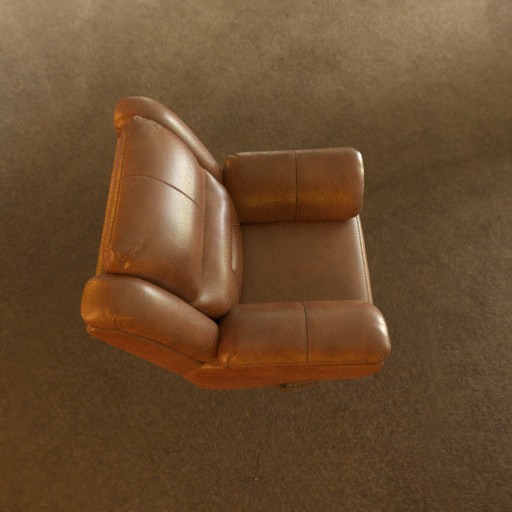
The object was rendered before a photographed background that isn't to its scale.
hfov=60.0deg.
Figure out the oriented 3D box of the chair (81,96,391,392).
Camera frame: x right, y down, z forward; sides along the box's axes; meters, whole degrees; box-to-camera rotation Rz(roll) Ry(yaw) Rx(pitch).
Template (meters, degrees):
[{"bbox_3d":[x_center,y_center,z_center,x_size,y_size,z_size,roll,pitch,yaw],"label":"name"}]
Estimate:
[{"bbox_3d":[0.000,0.000,1.873,1.041,1.093,0.990,-1,63,0],"label":"chair"}]
